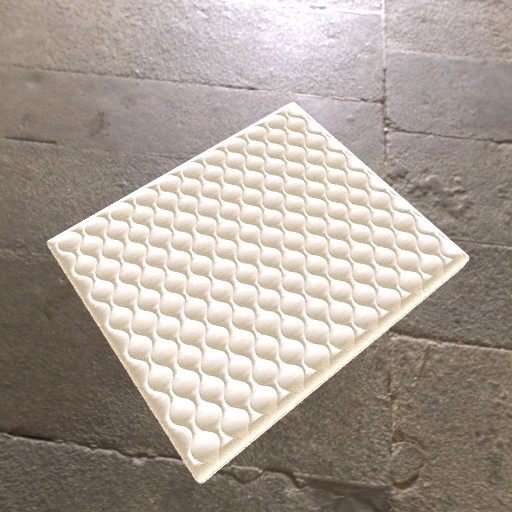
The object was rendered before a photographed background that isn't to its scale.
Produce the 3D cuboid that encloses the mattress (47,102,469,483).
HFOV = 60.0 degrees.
[{"bbox_3d":[0.000,0.000,2.640,1.900,0.200,1.600,-34,67,-17],"label":"mattress"}]
